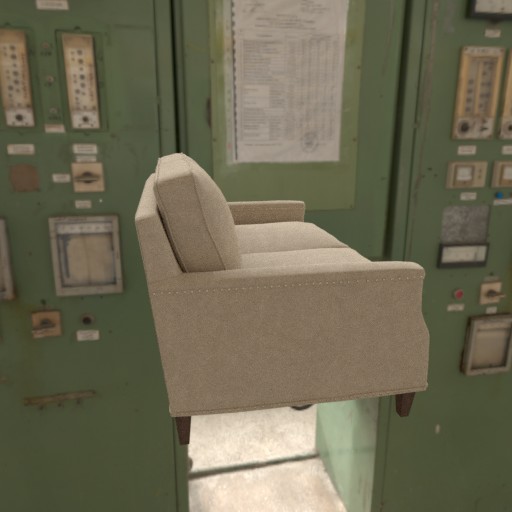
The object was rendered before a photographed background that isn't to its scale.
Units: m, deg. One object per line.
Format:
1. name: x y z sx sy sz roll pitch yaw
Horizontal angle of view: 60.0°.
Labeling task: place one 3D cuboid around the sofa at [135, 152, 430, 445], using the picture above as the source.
1. sofa: 0.000 0.000 2.276 1.084 1.002 1.597 -3 16 -10
